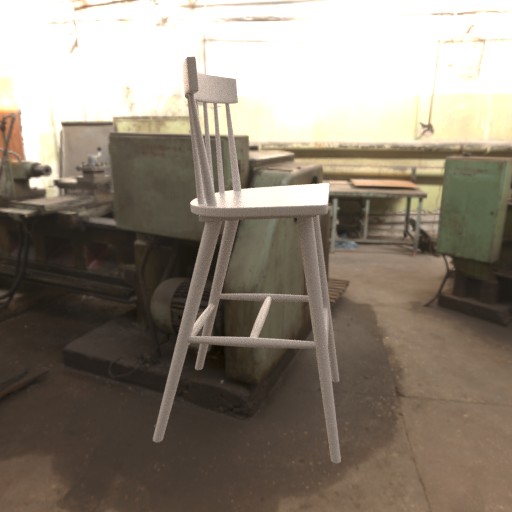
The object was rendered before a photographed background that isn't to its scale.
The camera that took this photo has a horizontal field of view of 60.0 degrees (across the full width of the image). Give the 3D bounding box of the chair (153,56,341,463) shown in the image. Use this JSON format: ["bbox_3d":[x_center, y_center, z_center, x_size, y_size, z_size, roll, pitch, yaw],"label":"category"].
[{"bbox_3d":[0.000,0.000,1.389,0.572,1.092,0.483,3,16,9],"label":"chair"}]
